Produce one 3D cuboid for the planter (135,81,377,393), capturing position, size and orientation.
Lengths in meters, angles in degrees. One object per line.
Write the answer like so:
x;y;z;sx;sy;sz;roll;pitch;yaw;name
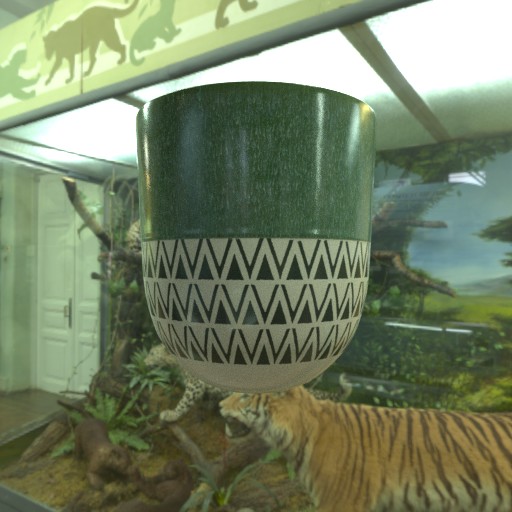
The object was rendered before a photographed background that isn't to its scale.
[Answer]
0.000;0.000;0.369;0.195;0.214;0.195;0;-1;0;planter
